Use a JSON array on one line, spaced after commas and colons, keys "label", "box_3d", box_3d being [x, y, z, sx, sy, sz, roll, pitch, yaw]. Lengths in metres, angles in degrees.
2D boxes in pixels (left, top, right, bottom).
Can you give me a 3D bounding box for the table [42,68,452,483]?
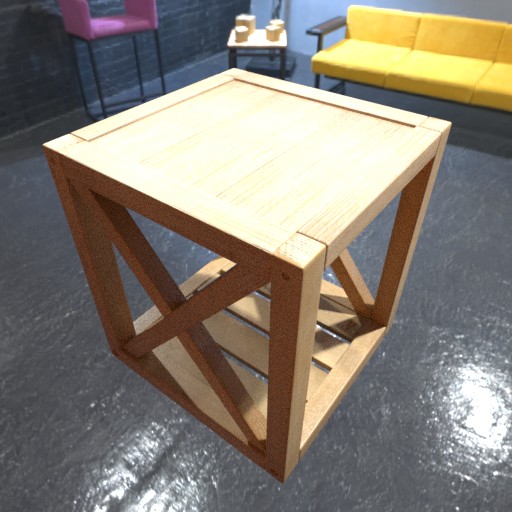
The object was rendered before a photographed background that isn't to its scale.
[{"label": "table", "box_3d": [0.000, 0.000, 1.032, 0.559, 0.610, 0.558, 26, 47, 28]}]
